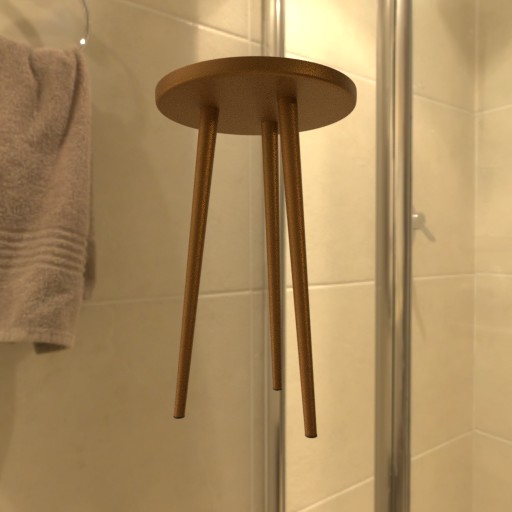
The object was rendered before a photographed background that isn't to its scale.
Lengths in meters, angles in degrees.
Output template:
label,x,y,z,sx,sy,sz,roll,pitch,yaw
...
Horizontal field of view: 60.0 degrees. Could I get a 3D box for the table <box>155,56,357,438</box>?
label,x,y,z,sx,sy,sz,roll,pitch,yaw
table,0.000,0.000,0.678,0.299,0.480,0.299,0,1,17
